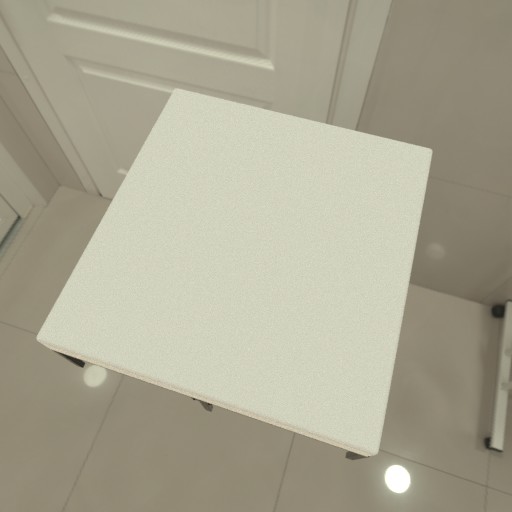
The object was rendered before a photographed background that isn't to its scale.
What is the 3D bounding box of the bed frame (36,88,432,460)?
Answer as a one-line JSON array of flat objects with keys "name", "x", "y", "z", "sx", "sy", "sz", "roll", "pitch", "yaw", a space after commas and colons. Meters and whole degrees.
[{"name": "bed frame", "x": 0.000, "y": 0.000, "z": 3.084, "sx": 1.963, "sy": 0.659, "sz": 2.079, "roll": 16, "pitch": 64, "yaw": 8}]
